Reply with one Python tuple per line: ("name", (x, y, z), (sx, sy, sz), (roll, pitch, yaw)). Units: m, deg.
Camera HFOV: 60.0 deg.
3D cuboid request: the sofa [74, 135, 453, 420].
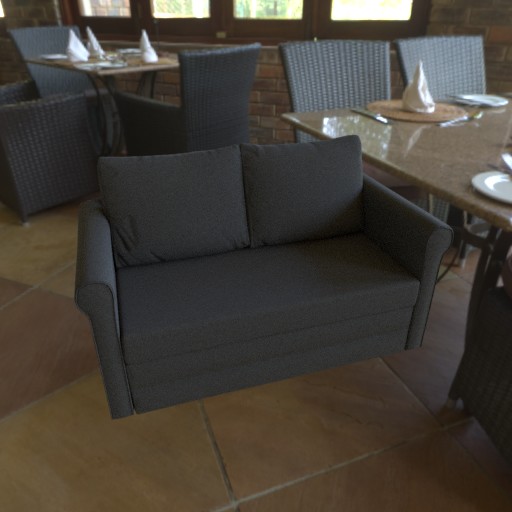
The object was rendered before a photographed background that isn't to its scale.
("sofa", (0.000, 0.000, 1.979), (1.460, 0.872, 0.741), (-9, 30, -15))
